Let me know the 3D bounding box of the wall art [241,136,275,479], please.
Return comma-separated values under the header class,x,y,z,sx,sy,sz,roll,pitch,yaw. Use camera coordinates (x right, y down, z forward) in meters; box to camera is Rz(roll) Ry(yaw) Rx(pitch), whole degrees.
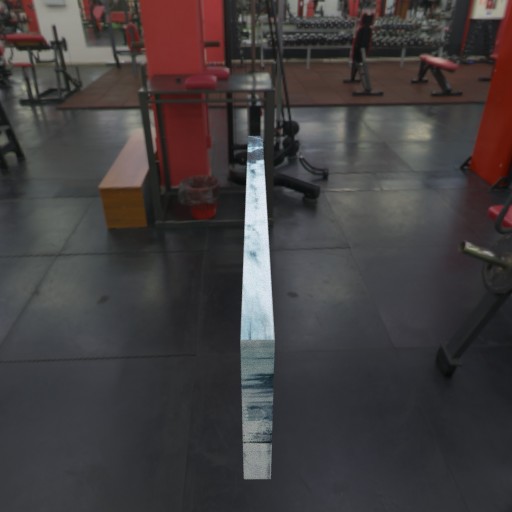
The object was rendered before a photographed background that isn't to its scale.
class,x,y,z,sx,sy,sz,roll,pitch,yaw
wall art,0.000,0.000,0.863,0.037,0.251,0.759,0,31,0
